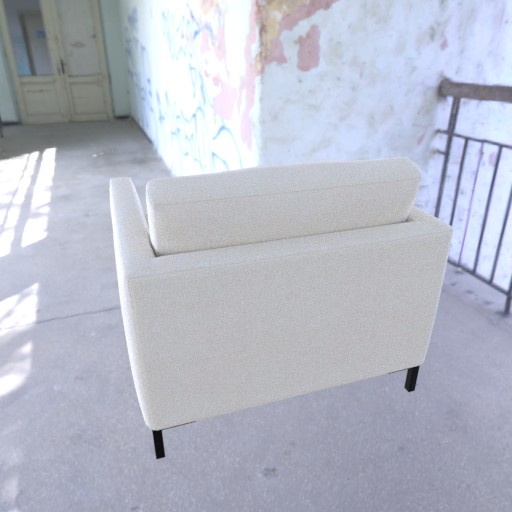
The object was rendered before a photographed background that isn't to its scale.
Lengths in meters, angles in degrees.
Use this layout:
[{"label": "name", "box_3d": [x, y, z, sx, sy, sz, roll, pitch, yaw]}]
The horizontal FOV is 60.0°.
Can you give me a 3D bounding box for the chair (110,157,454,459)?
[{"label": "chair", "box_3d": [0.000, 0.000, 1.610, 0.964, 0.806, 0.875, -8, 27, -17]}]
